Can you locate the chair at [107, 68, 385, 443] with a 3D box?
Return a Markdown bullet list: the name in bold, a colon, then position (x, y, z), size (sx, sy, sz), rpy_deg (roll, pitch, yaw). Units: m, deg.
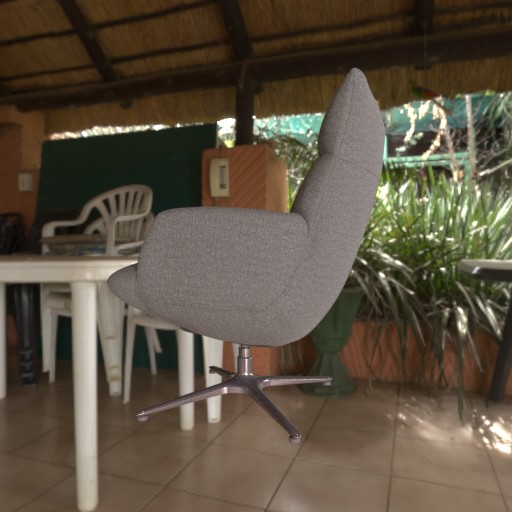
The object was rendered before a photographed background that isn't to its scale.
- **chair**: position (0.000, 0.000, 1.493), size (0.831, 0.984, 0.702), rpy_deg (0, 1, 19)
